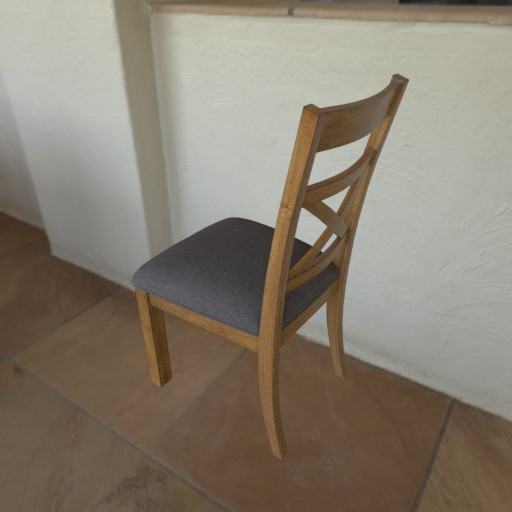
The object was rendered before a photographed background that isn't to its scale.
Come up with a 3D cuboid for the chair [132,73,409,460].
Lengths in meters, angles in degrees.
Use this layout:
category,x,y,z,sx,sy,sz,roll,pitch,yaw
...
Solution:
category,x,y,z,sx,sy,sz,roll,pitch,yaw
chair,0.000,0.000,1.237,0.581,0.949,0.470,21,37,31
